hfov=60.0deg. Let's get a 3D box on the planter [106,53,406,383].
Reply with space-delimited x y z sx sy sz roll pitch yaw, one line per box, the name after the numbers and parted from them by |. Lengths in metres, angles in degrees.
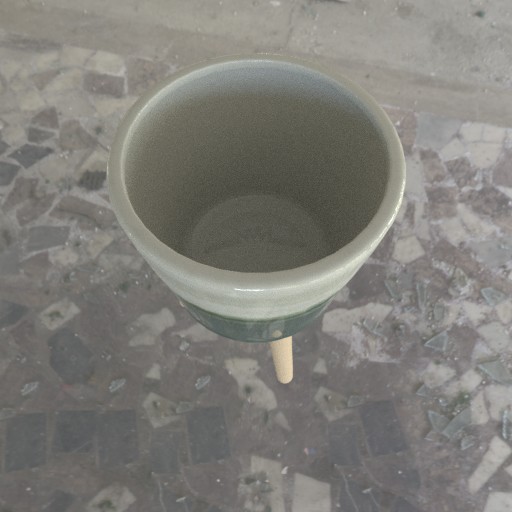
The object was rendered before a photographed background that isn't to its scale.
0.000 0.000 0.467 0.217 0.331 0.217 -36 68 -17 | planter
